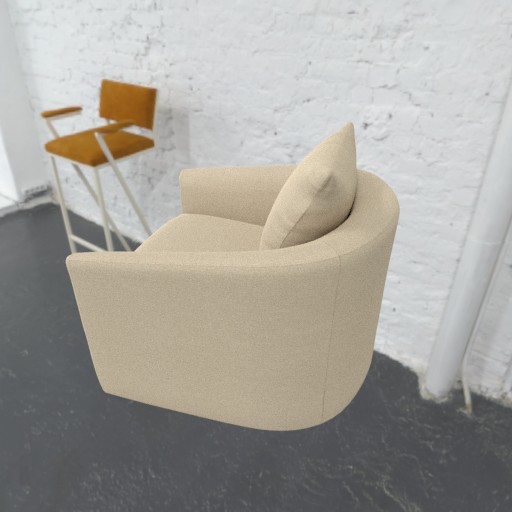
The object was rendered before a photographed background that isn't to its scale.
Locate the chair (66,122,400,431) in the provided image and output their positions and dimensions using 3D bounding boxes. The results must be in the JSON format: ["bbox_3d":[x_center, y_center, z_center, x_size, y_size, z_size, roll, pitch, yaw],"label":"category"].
[{"bbox_3d":[0.000,0.000,1.569,0.910,0.848,0.845,8,31,14],"label":"chair"}]
